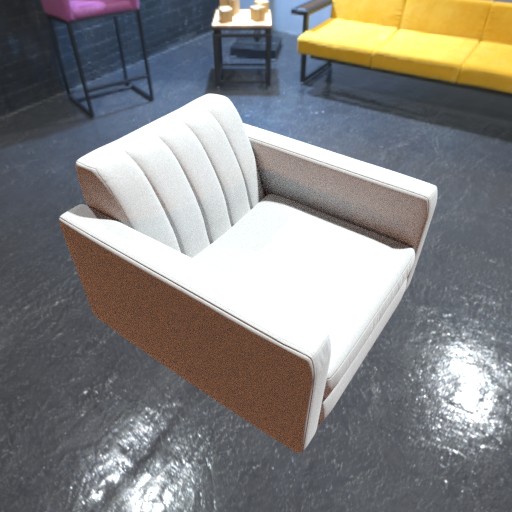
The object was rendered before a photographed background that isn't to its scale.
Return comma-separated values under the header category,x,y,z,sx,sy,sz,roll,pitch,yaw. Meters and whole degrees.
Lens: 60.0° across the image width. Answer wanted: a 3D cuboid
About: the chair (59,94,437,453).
category,x,y,z,sx,sy,sz,roll,pitch,yaw
chair,0.000,0.000,1.662,0.998,0.819,0.953,25,48,25
